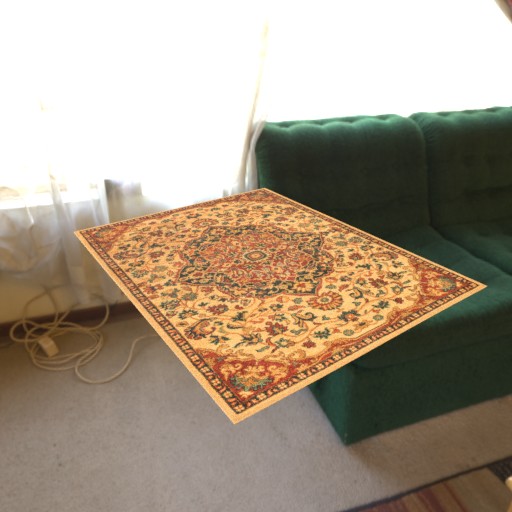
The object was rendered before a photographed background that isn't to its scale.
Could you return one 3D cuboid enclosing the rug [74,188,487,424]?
[{"bbox_3d":[0.000,0.000,4.095,2.454,0.005,3.067,-18,32,-31],"label":"rug"}]
